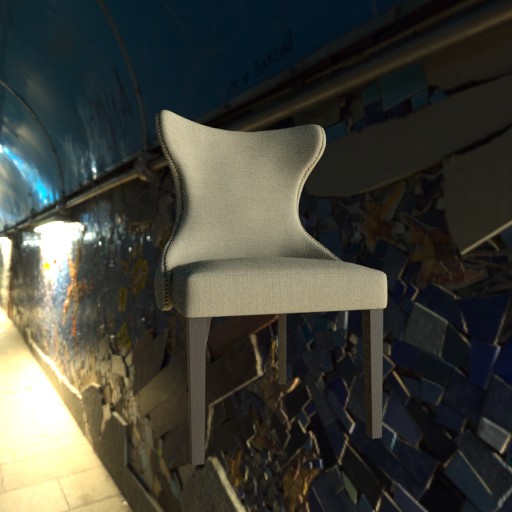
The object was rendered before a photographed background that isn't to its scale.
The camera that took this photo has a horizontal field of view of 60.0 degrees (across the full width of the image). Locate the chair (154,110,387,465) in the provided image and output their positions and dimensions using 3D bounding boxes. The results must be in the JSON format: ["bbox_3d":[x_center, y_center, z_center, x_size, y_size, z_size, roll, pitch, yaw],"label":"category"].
[{"bbox_3d":[0.000,0.000,1.395,0.628,0.967,0.635,0,1,-18],"label":"chair"}]
